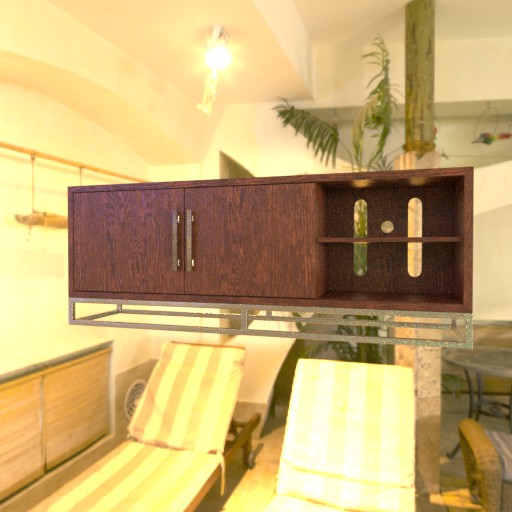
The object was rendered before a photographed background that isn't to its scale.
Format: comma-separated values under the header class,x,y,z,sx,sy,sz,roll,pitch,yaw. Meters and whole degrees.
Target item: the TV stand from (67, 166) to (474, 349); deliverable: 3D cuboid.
class,x,y,z,sx,sy,sz,roll,pitch,yaw
TV stand,0.000,0.000,1.789,1.541,0.578,0.382,0,1,17
